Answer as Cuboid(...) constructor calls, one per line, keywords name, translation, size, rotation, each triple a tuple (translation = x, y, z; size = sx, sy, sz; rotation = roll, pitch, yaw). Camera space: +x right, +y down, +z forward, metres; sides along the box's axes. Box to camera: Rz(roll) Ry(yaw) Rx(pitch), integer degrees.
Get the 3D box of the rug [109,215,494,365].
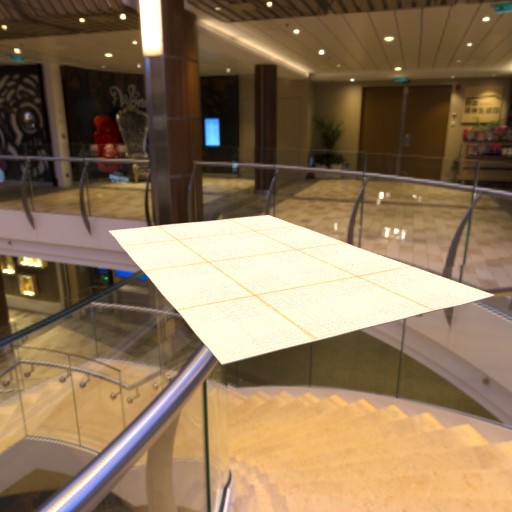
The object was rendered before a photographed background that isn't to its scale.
Cuboid(name="rug", translation=(0.000, 0.000, 3.000), size=(1.527, 0.016, 2.442), rotation=(-8, 18, -26))
